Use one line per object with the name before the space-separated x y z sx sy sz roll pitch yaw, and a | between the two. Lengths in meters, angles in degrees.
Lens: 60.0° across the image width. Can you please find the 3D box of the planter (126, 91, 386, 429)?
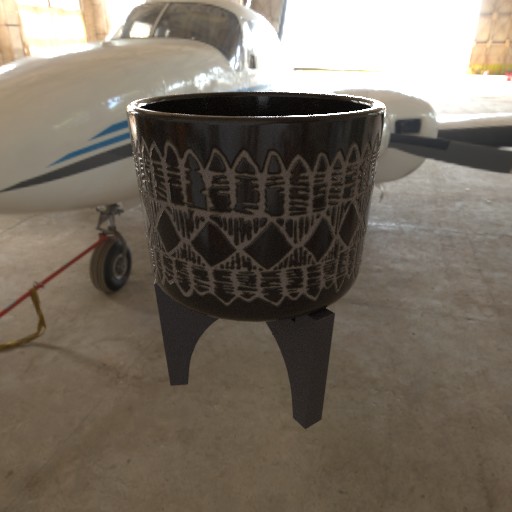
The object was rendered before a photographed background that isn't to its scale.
planter | 0.000 0.000 0.399 0.196 0.264 0.196 -17 30 -33
